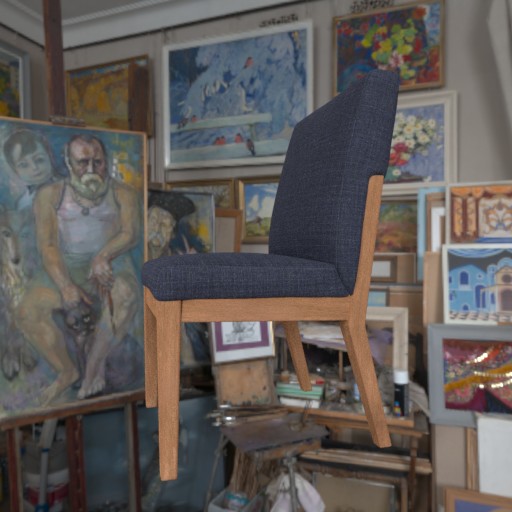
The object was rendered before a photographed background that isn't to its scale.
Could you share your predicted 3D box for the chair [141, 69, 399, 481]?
[{"bbox_3d":[0.000,0.000,1.205,0.586,0.911,0.507,0,0,-18],"label":"chair"}]
